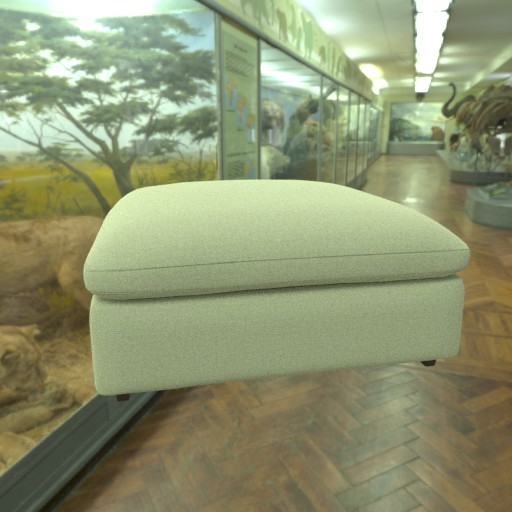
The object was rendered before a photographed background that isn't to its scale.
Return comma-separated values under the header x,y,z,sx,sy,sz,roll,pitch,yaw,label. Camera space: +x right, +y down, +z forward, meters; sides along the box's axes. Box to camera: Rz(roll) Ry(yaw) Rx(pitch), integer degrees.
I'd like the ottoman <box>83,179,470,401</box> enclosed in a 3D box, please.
x,y,z,sx,sy,sz,roll,pitch,yaw,label
0.000,0.000,1.513,0.977,0.467,0.996,-3,17,-11,ottoman
